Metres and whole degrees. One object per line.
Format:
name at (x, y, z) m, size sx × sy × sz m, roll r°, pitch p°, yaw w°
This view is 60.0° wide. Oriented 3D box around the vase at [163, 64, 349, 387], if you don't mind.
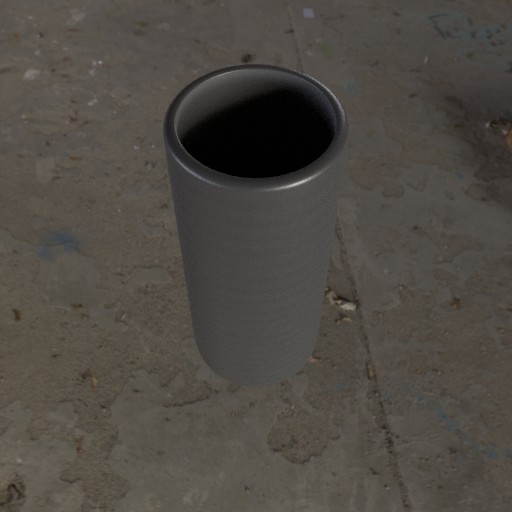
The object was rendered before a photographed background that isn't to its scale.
vase at (0.000, 0.000, 0.372) m, size 0.136 × 0.289 × 0.136 m, roll 12°, pitch 58°, yaw 8°
